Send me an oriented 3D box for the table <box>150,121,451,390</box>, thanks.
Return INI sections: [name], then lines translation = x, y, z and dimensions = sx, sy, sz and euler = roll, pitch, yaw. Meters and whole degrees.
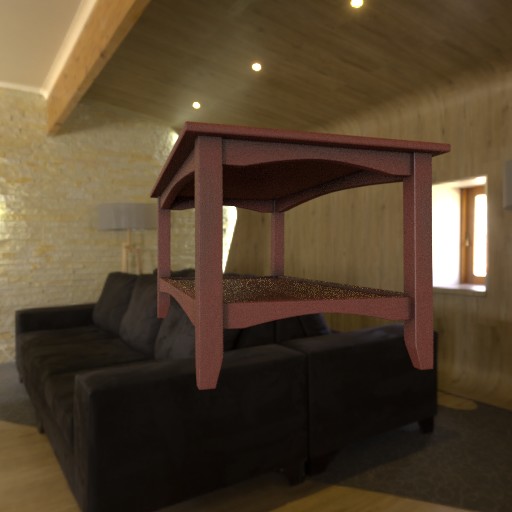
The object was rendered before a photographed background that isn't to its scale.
[table]
translation = 0.000, 0.000, 1.264
dimensions = 0.533, 0.456, 0.943
euler = 0, 0, -17
